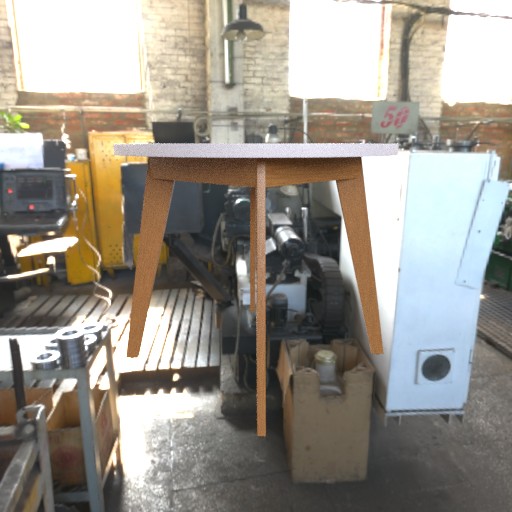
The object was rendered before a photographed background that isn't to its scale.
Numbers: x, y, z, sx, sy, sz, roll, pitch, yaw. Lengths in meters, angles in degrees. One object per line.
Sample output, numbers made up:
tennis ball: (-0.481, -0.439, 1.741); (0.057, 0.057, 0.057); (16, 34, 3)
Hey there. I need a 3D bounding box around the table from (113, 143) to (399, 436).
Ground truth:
table: (0.000, 0.000, 1.550); (0.896, 0.762, 0.896); (0, 14, 0)
